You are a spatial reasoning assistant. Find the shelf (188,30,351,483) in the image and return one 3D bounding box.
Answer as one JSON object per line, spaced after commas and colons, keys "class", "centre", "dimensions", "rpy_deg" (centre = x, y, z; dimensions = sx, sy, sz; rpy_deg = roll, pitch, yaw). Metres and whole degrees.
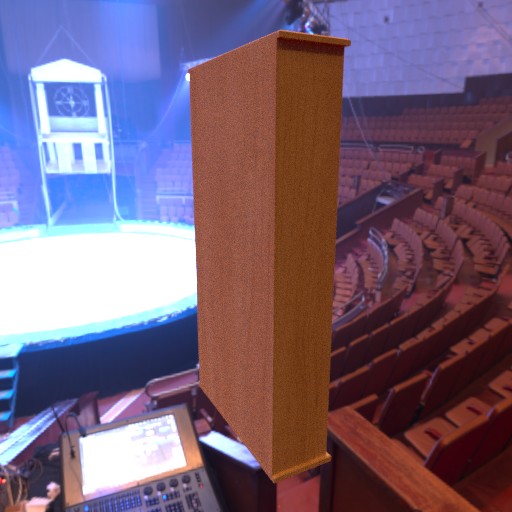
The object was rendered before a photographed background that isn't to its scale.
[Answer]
{"class": "shelf", "centre": [0.000, 0.000, 1.232], "dimensions": [0.175, 1.030, 0.520], "rpy_deg": [-7, 16, -27]}
